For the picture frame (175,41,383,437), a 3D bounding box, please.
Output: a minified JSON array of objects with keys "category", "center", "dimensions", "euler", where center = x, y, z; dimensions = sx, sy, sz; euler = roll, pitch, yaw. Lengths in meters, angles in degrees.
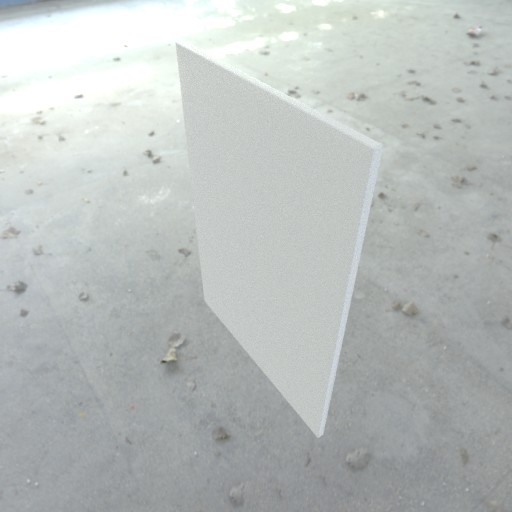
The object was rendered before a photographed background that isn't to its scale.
[{"category":"picture frame","center":[0.000,0.000,0.685],"dimensions":[0.012,0.534,0.381],"euler":[-25,47,-25]}]
